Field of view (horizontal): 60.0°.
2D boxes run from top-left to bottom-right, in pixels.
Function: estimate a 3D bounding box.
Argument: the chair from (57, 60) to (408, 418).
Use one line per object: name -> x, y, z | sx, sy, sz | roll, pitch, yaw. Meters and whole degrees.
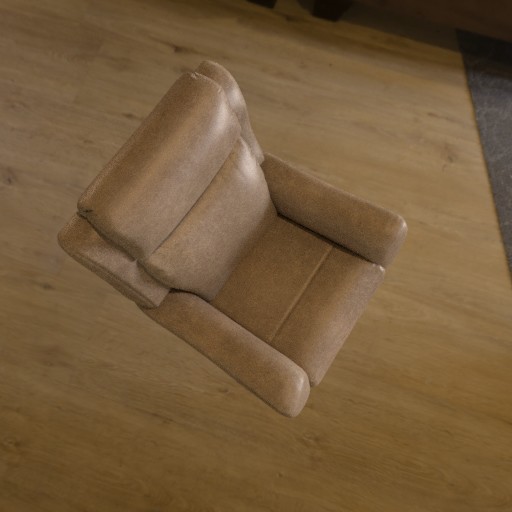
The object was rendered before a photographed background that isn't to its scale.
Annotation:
chair -> 0.000, 0.000, 1.916 | 1.068, 1.116, 0.965 | 33, 76, 9
